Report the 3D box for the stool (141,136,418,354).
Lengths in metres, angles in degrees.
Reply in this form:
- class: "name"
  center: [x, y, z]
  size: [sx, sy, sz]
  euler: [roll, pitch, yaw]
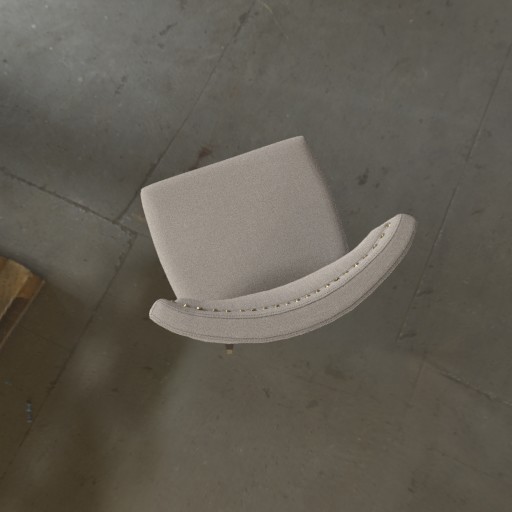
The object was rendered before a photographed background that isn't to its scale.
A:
- class: "stool"
  center: [0.000, 0.000, 1.306]
  size: [0.527, 0.982, 0.563]
  euler: [-19, 76, -5]
